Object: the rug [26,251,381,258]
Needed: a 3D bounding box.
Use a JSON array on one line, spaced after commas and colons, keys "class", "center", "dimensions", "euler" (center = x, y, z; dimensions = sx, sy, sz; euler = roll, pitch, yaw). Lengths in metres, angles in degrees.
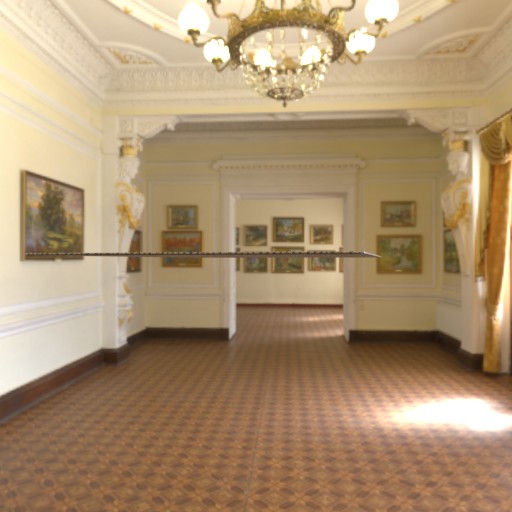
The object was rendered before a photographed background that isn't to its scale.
[{"class": "rug", "center": [0.000, 0.000, 2.184], "dimensions": [1.144, 0.008, 1.752], "euler": [0, -1, 17]}]
